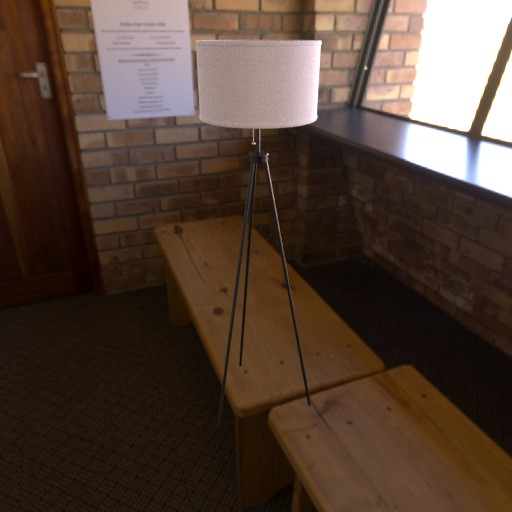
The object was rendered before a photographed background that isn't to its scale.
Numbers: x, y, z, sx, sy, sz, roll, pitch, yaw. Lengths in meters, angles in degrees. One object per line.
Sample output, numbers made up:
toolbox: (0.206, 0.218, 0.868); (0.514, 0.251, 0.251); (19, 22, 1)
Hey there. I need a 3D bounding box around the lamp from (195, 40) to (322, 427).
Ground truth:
lamp: (0.000, 0.000, 1.766); (0.448, 1.545, 0.458); (18, 32, 32)
